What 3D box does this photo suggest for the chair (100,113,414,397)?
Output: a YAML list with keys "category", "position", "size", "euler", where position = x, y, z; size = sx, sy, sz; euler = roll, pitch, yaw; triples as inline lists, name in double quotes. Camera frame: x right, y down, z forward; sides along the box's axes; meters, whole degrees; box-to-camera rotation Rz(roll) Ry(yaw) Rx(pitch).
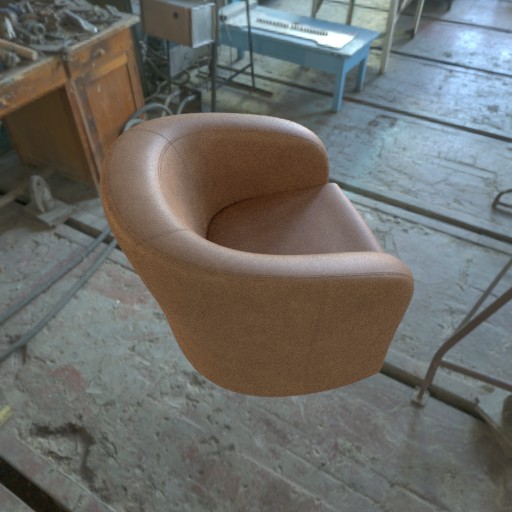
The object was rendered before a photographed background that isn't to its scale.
- category: "chair"
  position: [0.000, 0.000, 1.445]
  size: [0.815, 0.771, 0.791]
  euler: [-11, 47, -10]
